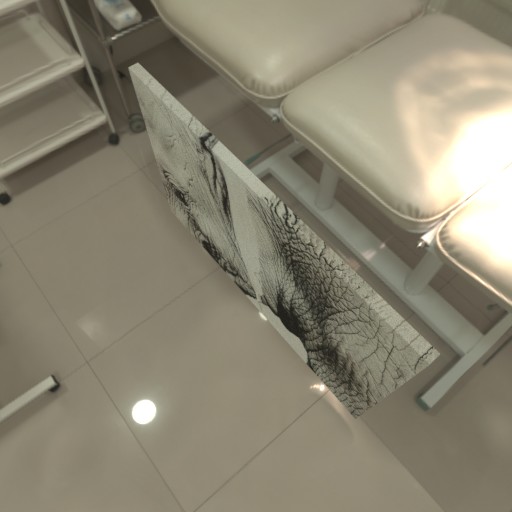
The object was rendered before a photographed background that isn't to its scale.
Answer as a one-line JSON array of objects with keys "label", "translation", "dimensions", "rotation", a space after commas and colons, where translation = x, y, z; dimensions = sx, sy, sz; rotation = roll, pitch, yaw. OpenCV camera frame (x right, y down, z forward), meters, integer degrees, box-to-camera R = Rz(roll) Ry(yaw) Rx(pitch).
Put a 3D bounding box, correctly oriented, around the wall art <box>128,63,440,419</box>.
[{"label": "wall art", "translation": [0.000, 0.000, 1.441], "dimensions": [0.035, 0.758, 1.141], "rotation": [-36, 68, -17]}]
